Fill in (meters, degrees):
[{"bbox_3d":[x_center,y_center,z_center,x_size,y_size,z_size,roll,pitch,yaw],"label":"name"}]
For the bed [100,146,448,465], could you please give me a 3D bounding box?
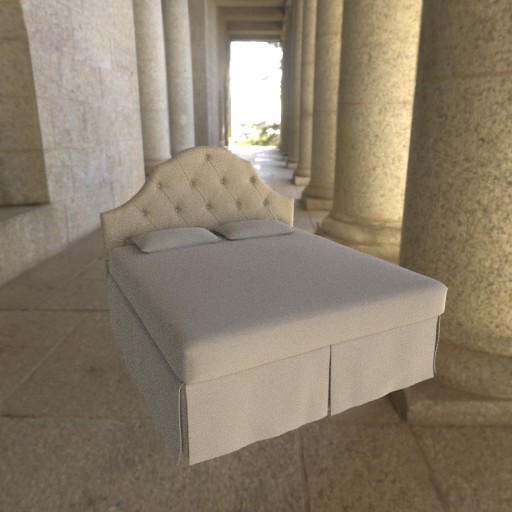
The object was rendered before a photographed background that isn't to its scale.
[{"bbox_3d":[0.000,0.000,3.407,2.012,1.555,2.086,-9,19,-26],"label":"bed"}]
